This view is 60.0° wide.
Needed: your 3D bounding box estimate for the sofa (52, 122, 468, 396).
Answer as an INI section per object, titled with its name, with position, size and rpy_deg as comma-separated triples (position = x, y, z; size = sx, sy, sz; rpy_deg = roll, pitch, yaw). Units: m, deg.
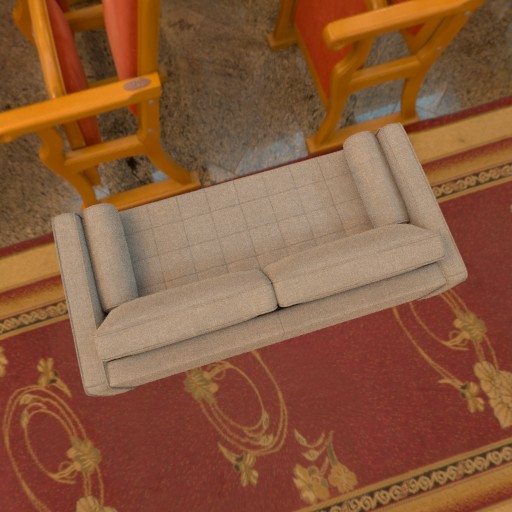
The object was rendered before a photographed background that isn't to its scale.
[sofa]
position = 0.000, 0.000, 2.324
size = 1.879, 0.762, 0.914
rpy_deg = -16, 74, -5
